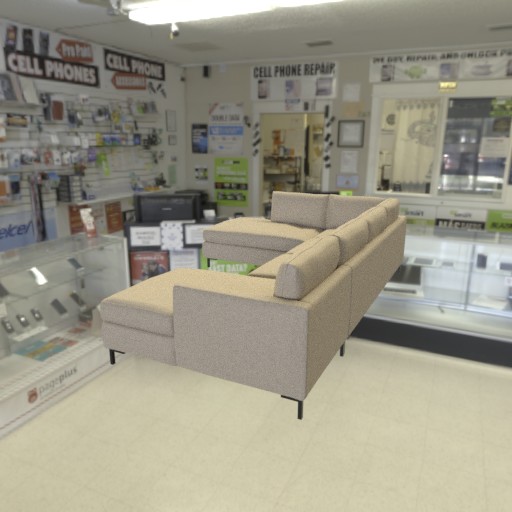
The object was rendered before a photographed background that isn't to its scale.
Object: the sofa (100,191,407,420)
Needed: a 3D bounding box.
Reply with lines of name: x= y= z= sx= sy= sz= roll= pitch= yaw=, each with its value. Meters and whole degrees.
sofa: x=0.000 y=0.000 z=3.529 sx=1.879 sy=0.756 sz=2.737 roll=7 pitch=16 yaw=26
